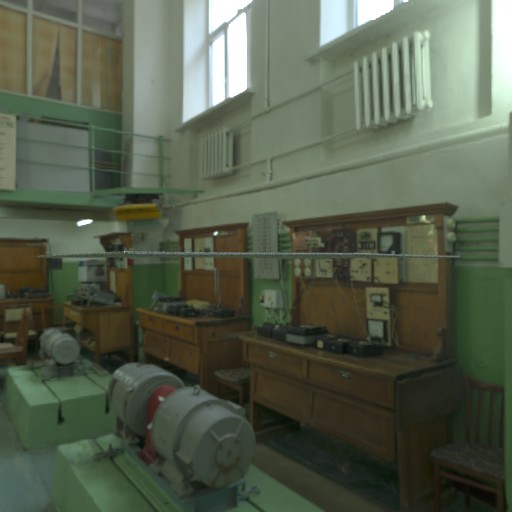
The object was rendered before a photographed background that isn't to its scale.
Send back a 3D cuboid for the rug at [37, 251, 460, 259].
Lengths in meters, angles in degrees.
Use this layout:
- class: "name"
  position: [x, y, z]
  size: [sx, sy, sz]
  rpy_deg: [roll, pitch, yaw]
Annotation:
- class: "rug"
  position: [0.000, 0.000, 2.261]
  size: [1.820, 0.022, 1.179]
  rpy_deg: [0, -1, -37]
